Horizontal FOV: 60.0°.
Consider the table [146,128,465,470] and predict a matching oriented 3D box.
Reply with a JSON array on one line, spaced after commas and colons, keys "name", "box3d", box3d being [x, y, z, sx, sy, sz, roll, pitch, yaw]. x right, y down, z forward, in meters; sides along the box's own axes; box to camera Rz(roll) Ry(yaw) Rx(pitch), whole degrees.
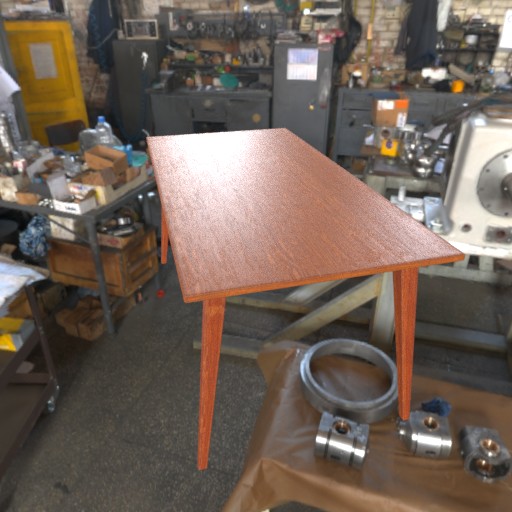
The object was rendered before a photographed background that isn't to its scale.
[{"name": "table", "box3d": [0.000, 0.000, 2.039, 0.811, 0.755, 1.609, -8, 30, -13]}]
